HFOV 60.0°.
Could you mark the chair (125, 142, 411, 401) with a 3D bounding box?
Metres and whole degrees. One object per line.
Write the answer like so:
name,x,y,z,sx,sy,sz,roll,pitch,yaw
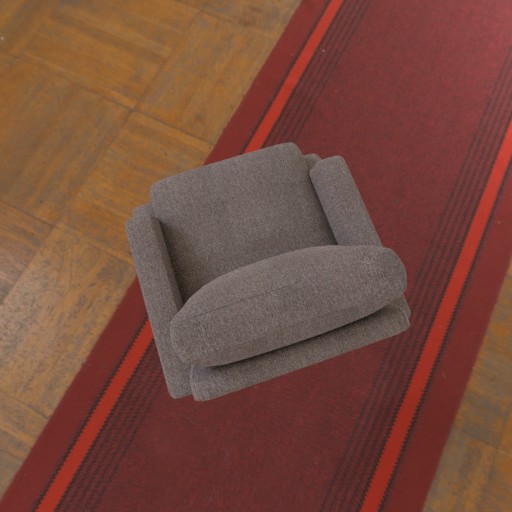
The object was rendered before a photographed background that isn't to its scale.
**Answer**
chair,0.000,0.000,1.696,0.855,0.993,0.897,-18,74,-5
